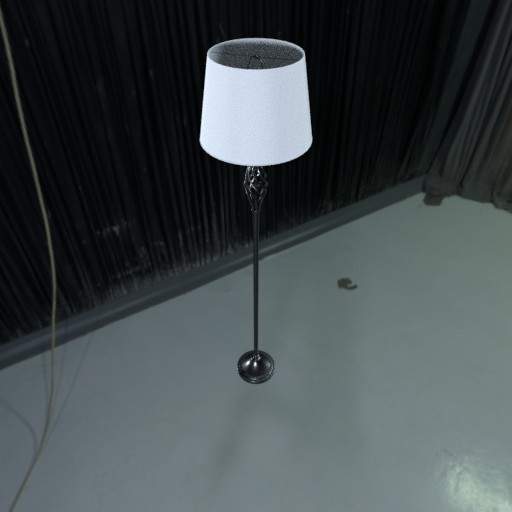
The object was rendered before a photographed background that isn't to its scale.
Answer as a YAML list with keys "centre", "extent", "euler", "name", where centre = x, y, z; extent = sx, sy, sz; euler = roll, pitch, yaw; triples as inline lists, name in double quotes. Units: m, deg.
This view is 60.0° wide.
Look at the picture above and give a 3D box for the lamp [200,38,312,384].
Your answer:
- centre: [0.000, 0.000, 1.860]
  extent: [0.379, 1.623, 0.379]
  euler: [0, 42, 0]
  name: "lamp"
